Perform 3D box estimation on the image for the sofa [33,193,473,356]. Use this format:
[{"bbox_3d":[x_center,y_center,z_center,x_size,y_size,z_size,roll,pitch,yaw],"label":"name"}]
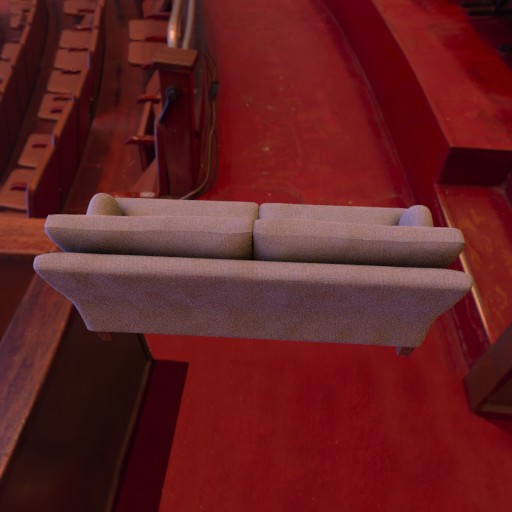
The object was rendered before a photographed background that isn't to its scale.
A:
[{"bbox_3d":[0.000,0.000,2.786,2.193,1.096,1.069,2,48,2],"label":"sofa"}]
